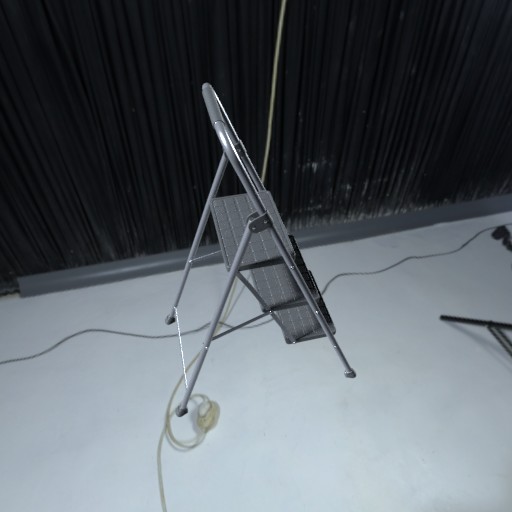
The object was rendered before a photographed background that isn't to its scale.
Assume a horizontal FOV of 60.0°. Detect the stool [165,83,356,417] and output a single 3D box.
[{"bbox_3d":[0.000,0.000,1.484,0.733,1.121,0.473,-10,47,-9],"label":"stool"}]
